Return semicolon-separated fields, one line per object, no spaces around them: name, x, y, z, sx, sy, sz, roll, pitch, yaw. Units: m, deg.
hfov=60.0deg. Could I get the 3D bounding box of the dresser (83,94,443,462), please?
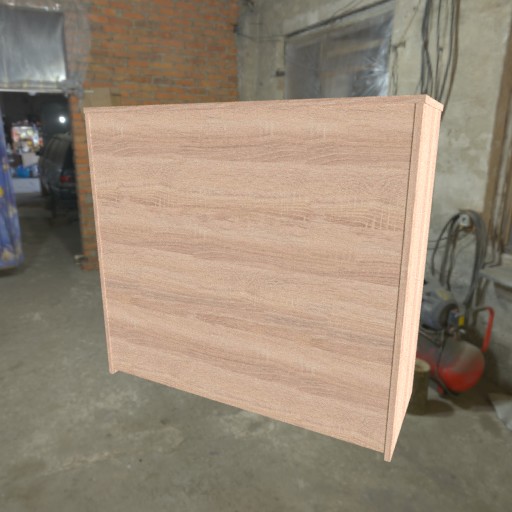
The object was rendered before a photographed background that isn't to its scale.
dresser;0.000;0.000;1.405;0.980;0.900;0.380;8;17;26
